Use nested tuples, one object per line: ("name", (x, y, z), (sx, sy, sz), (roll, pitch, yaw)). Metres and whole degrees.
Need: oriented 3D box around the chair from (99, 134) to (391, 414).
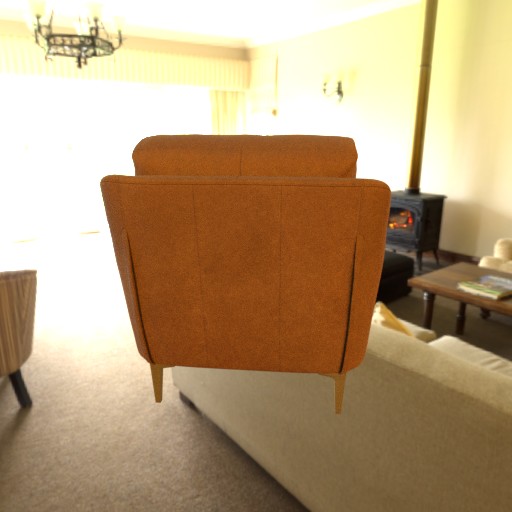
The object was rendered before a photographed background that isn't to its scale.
("chair", (0.000, 0.000, 1.685), (0.988, 0.895, 0.963), (2, 15, 6))
